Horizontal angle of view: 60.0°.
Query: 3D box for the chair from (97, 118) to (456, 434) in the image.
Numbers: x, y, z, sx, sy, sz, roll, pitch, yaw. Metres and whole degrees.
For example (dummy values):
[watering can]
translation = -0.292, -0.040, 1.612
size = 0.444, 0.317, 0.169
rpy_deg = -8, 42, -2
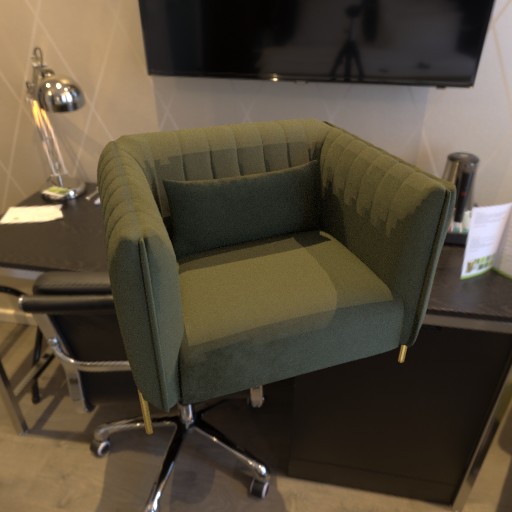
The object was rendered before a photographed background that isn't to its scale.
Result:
[chair]
translation = 0.000, 0.000, 1.663
size = 1.032, 0.794, 0.877
rpy_deg = -10, 33, -17
